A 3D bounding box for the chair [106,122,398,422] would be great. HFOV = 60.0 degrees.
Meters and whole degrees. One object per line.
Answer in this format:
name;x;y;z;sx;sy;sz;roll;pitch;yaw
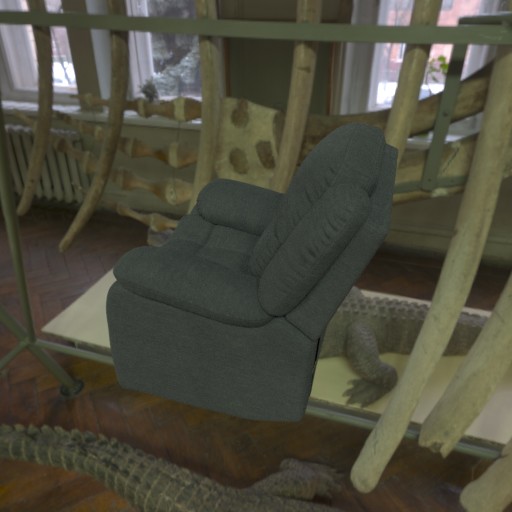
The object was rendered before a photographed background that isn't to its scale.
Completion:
chair;0.000;0.000;1.733;0.944;1.008;0.899;9;30;15
